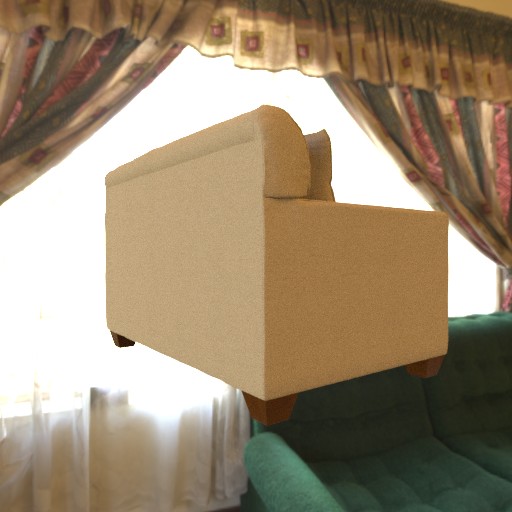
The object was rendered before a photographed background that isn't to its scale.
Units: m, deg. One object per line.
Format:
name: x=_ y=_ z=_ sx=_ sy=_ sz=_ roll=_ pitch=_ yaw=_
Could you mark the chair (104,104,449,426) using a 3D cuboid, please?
chair: x=0.000 y=0.000 z=2.054 sx=1.000 sy=0.948 sz=1.383 roll=-1 pitch=1 yaw=-36
